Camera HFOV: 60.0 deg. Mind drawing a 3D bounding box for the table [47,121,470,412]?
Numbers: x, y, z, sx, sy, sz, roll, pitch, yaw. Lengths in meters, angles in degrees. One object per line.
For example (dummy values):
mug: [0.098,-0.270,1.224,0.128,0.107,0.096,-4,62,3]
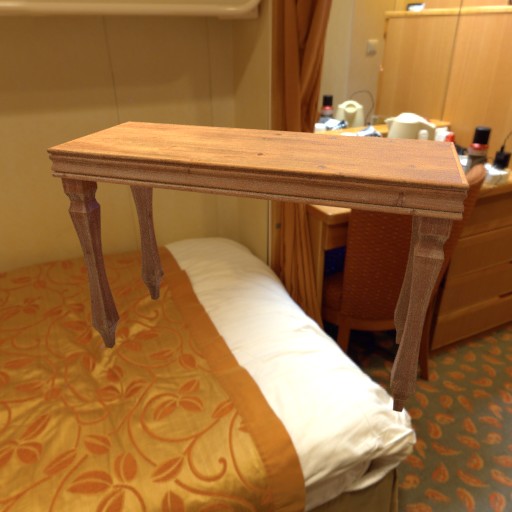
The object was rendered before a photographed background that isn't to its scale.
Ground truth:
table: [0.000,0.000,1.751,1.330,0.873,0.522,8,28,15]
